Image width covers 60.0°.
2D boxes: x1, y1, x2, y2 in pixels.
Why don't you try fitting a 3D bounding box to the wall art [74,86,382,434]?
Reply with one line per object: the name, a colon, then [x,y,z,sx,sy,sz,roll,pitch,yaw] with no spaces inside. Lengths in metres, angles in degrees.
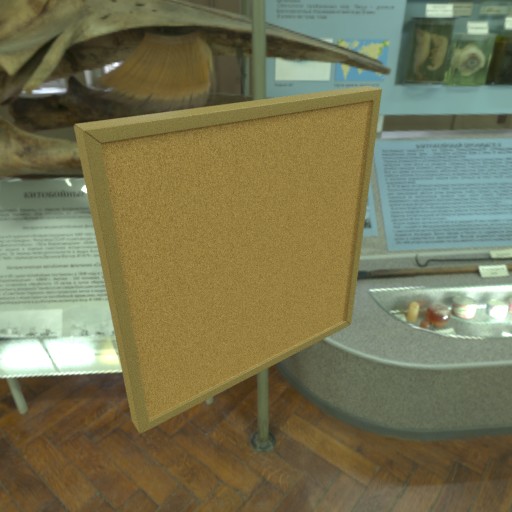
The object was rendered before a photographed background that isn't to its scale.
wall art: [0.000,0.000,0.768,0.509,0.509,0.036,-19,35,-31]
